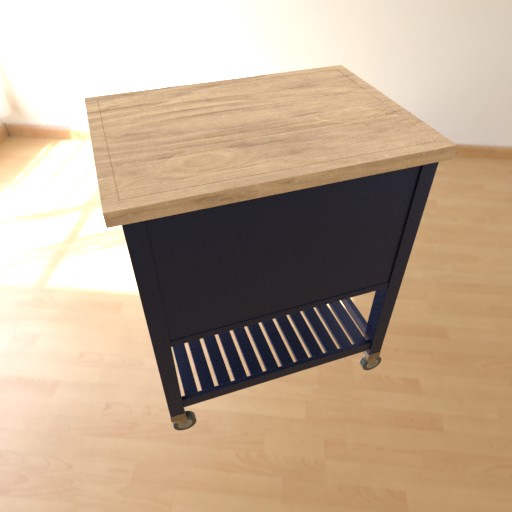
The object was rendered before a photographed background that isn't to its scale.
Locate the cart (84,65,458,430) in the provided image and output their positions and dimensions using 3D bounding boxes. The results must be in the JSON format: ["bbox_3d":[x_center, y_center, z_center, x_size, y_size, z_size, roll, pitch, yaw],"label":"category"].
[{"bbox_3d":[0.000,0.000,1.418,0.797,0.920,0.567,-13,43,-14],"label":"cart"}]
